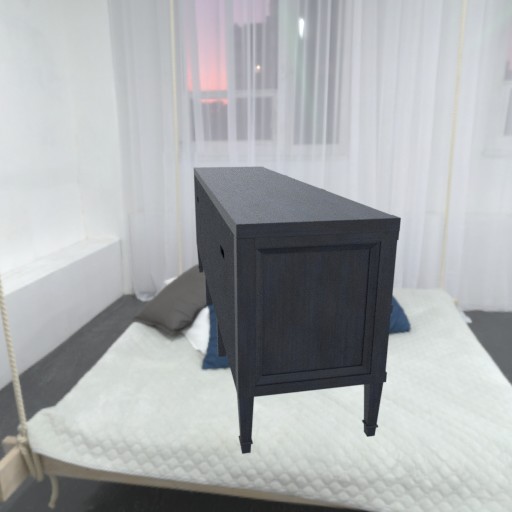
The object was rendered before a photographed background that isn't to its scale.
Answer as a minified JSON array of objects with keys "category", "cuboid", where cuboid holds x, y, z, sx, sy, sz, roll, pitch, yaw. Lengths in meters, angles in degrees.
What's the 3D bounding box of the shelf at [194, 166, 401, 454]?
[{"category":"shelf","cuboid":[0.000,0.000,2.173,0.471,0.715,1.878,-3,16,-11]}]
